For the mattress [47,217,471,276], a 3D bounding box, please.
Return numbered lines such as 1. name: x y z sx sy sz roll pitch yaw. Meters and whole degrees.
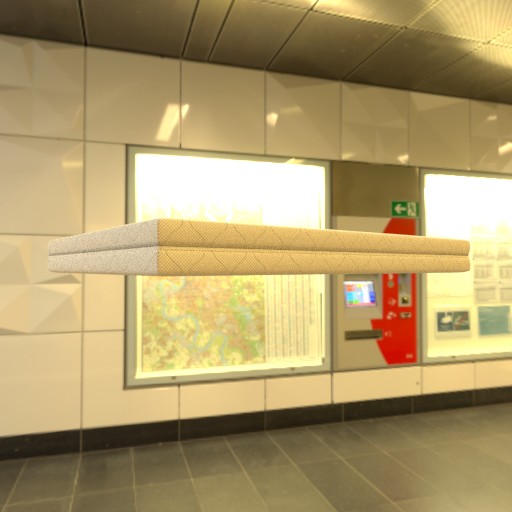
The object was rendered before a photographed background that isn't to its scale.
1. mattress: 0.000 0.000 2.673 2.000 0.200 1.600 1 -2 -37
